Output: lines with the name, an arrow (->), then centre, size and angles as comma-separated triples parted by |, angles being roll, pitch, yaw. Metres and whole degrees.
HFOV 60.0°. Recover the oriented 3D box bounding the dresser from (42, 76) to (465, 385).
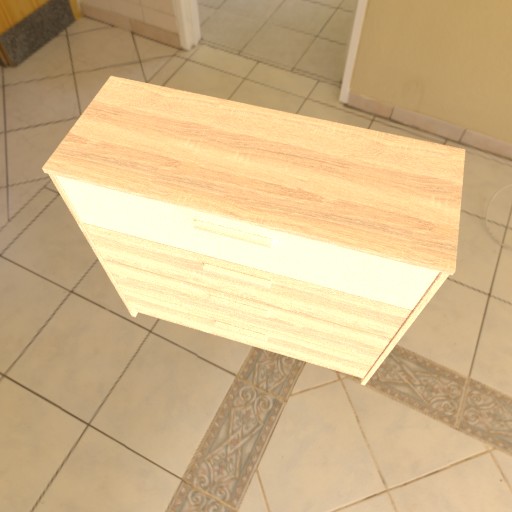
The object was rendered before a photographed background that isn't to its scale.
dresser -> 0.000, 0.000, 1.473 | 0.980, 0.900, 0.380 | 15, 60, 9
